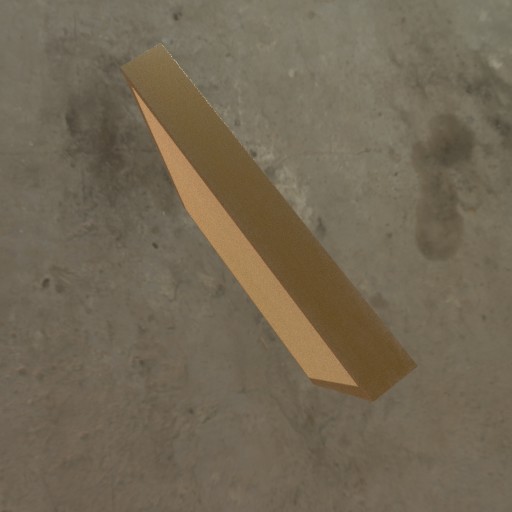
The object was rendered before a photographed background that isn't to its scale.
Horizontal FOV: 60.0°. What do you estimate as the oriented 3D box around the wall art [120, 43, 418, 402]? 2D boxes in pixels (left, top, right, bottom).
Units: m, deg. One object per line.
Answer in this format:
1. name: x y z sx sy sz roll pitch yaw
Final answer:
1. wall art: 0.000 0.000 0.463 0.038 0.305 0.306 -35 78 -8
